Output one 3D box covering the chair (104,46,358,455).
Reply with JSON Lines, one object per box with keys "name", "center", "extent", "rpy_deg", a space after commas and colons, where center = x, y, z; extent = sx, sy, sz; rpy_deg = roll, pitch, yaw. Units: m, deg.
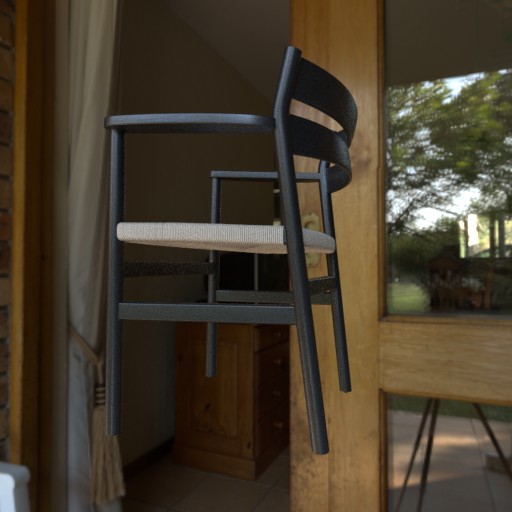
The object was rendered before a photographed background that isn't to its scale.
{"name": "chair", "center": [0.000, 0.000, 1.131], "extent": [0.508, 0.775, 0.630], "rpy_deg": [0, -1, 18]}
